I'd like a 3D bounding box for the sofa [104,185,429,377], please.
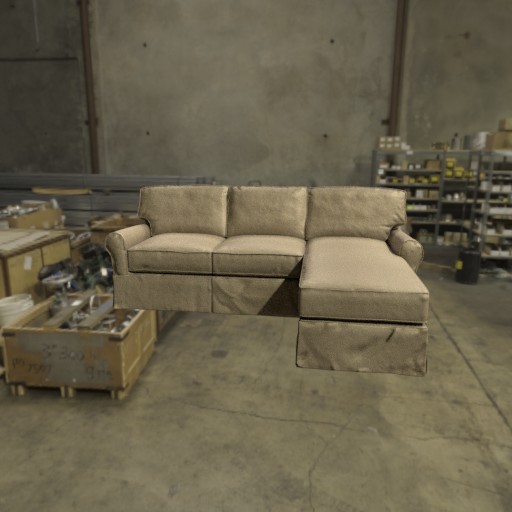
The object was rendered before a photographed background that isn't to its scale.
[{"bbox_3d":[0.000,0.000,3.412,2.475,0.978,1.733,2,13,8],"label":"sofa"}]
